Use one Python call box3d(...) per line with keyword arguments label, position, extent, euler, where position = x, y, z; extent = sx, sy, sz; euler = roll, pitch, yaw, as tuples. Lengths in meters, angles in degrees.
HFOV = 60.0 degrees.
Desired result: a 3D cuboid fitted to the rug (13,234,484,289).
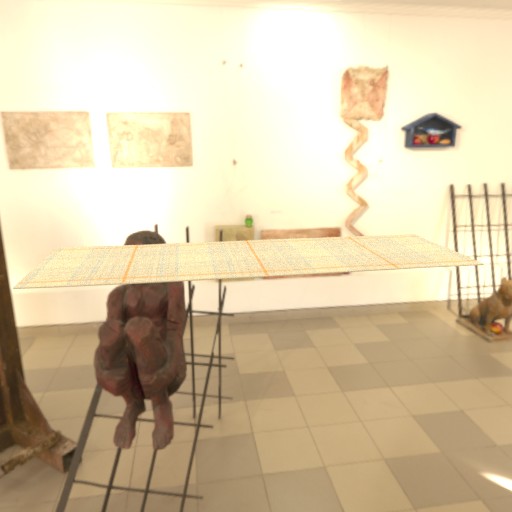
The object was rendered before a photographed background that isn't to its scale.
box3d(label="rug", position=(0.000, 0.000, 2.632), extent=(2.442, 0.016, 0.770), euler=(-3, 16, -9))
